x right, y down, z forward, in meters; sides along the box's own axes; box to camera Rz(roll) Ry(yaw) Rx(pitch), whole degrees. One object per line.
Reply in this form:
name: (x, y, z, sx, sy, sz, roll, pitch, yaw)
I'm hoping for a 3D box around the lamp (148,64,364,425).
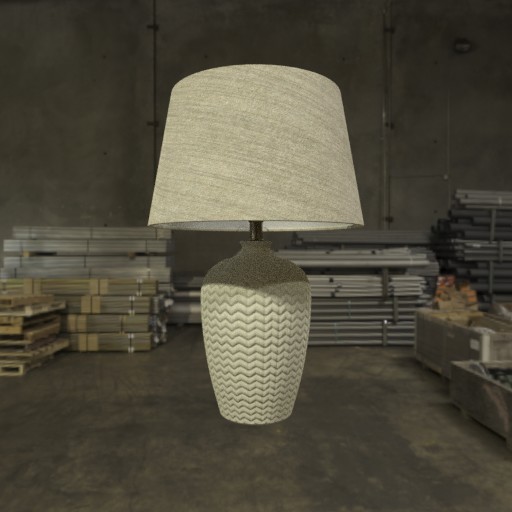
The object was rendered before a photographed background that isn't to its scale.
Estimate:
lamp: (0.000, 0.000, 0.823, 0.390, 0.580, 0.390, 0, 1, 0)
